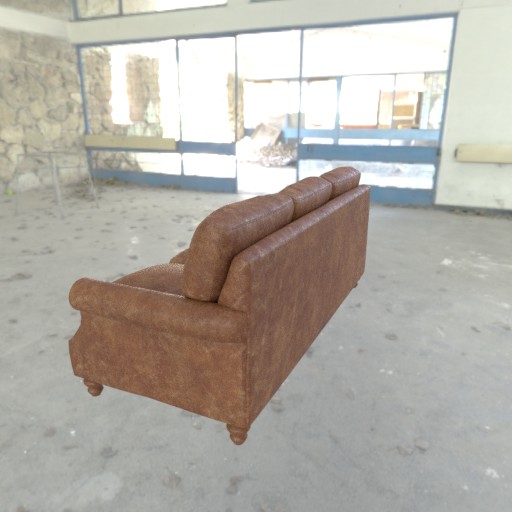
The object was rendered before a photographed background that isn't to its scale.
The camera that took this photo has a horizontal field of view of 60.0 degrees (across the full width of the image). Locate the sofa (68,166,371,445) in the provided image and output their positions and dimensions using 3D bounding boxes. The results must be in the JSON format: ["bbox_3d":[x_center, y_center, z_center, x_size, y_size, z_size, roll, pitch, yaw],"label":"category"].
[{"bbox_3d":[0.000,0.000,2.798,0.973,0.977,2.351,8,19,24],"label":"sofa"}]
